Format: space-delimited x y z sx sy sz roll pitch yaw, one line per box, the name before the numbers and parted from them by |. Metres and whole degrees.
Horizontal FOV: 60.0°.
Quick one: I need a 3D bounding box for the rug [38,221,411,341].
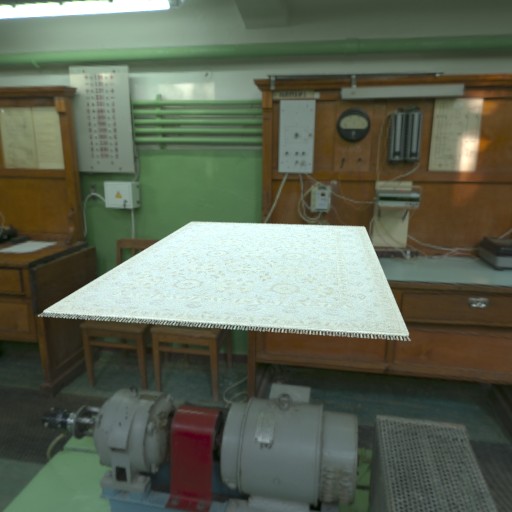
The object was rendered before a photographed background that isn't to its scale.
rug | 0.000 0.000 2.816 1.514 0.011 2.233 2 15 9
